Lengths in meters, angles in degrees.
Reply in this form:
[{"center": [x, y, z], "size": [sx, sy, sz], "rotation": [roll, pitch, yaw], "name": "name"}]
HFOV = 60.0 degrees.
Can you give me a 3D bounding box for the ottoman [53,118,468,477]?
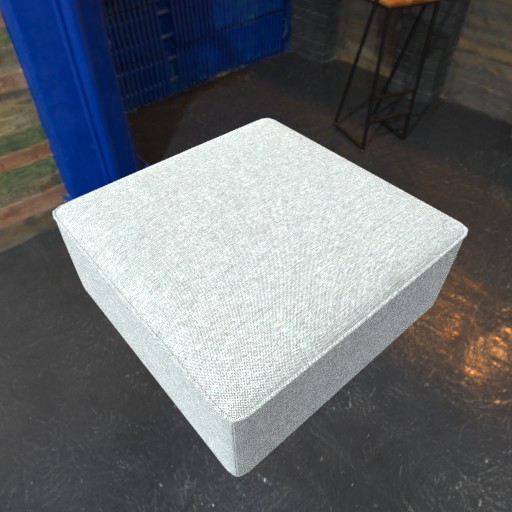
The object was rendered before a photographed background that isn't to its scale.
[{"center": [0.000, 0.000, 1.592], "size": [1.005, 0.455, 1.005], "rotation": [-32, 53, -27], "name": "ottoman"}]
